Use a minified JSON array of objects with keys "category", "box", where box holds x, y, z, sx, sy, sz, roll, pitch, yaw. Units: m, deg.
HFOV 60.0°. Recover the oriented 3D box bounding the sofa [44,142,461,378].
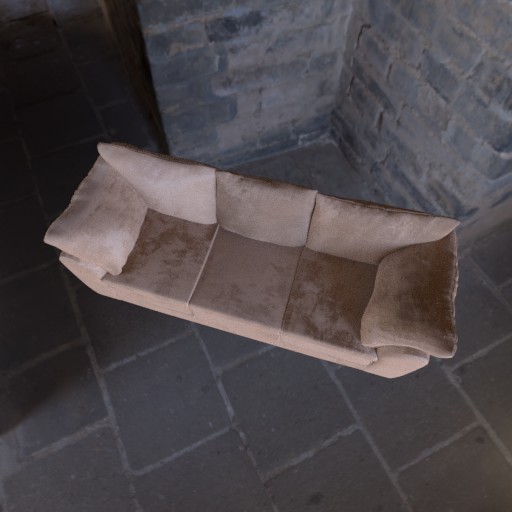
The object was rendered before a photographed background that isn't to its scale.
[{"category":"sofa","box":[0.000,0.000,2.852,2.377,0.981,0.893,15,62,8]}]
